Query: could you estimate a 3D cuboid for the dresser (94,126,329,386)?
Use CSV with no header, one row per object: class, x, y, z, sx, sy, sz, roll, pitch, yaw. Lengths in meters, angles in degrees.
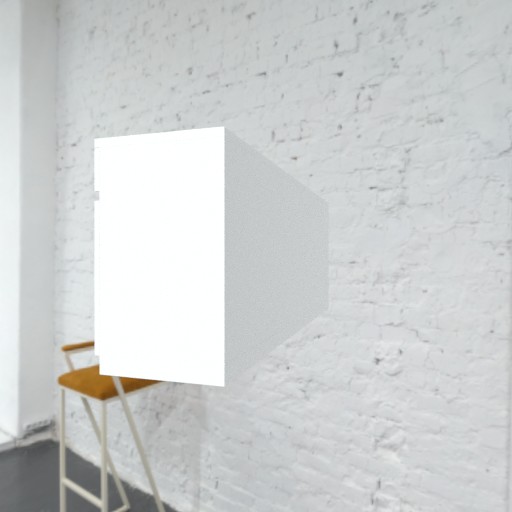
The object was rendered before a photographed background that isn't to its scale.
dresser,0.000,0.000,2.553,0.500,0.840,2.200,0,0,18
